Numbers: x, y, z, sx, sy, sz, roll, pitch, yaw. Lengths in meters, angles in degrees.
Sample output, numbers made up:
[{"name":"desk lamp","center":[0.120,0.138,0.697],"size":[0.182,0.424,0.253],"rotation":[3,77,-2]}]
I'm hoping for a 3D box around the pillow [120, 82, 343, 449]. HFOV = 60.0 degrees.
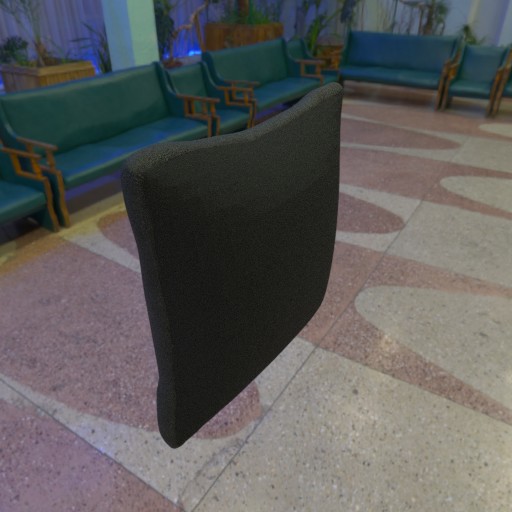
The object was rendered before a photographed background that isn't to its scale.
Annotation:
[{"name":"pillow","center":[0.000,0.000,0.801],"size":[0.210,0.523,0.533],"rotation":[21,38,29]}]
